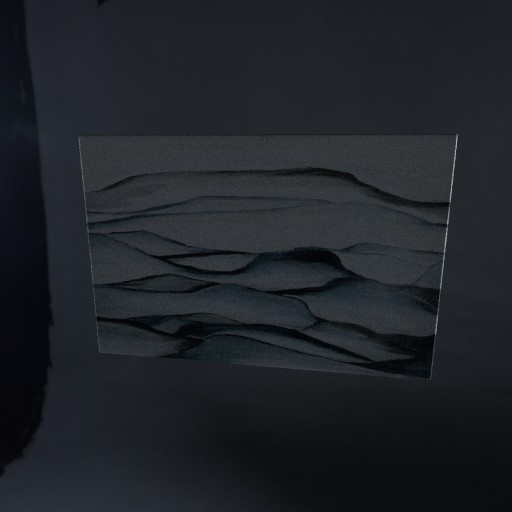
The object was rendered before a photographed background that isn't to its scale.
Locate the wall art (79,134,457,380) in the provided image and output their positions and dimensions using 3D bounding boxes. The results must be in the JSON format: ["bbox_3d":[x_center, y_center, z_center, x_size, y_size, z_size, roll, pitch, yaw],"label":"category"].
[{"bbox_3d":[0.000,0.000,1.151,0.914,0.609,0.039,2,15,9],"label":"wall art"}]
